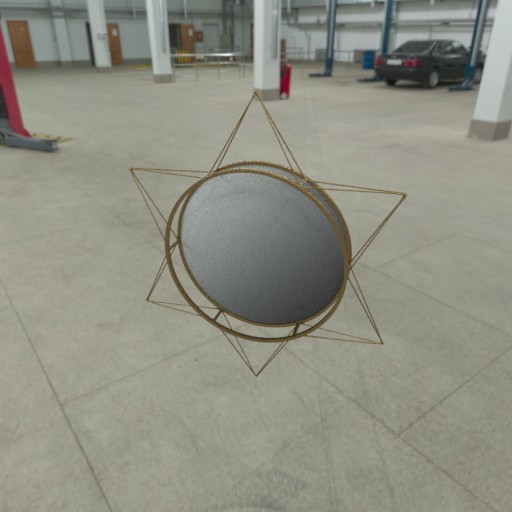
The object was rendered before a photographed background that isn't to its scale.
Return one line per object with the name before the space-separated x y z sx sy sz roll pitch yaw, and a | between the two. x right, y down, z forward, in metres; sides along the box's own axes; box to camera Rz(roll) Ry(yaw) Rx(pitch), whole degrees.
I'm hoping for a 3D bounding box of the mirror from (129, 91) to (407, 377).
mirror | 0.000 0.000 0.828 0.498 0.581 0.062 8 28 16
